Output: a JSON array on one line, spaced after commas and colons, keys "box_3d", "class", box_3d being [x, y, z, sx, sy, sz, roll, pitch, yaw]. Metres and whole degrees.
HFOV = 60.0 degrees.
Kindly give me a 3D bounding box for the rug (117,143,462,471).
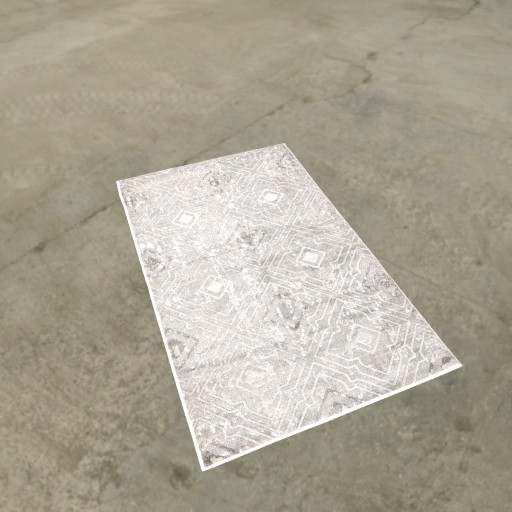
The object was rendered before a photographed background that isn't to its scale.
[{"box_3d": [0.000, 0.000, 3.086, 1.537, 0.036, 2.447, -16, 49, -15], "class": "rug"}]
